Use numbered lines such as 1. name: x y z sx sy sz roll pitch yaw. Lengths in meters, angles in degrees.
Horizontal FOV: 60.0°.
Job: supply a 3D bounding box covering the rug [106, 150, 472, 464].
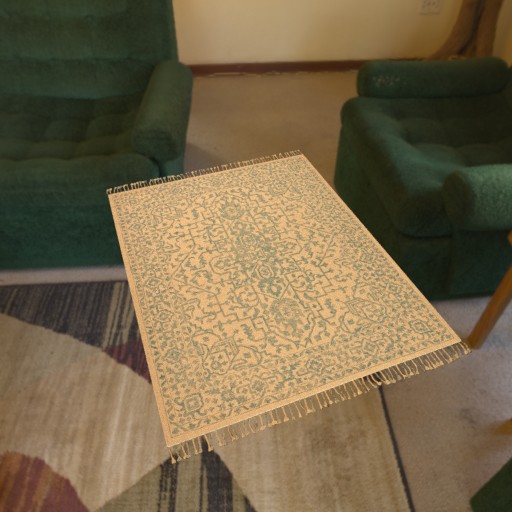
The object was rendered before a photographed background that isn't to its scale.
1. rug: 0.000 0.000 4.330 2.464 0.010 3.327 -15 46 -15
